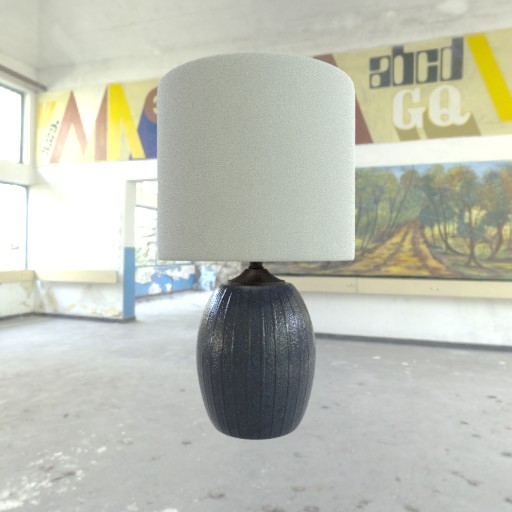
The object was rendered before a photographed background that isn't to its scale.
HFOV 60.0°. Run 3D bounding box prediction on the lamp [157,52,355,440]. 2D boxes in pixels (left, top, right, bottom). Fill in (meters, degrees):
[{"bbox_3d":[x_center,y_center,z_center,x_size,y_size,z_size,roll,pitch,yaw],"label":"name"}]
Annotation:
[{"bbox_3d":[0.000,0.000,0.756,0.329,0.570,0.329,0,0,20],"label":"lamp"}]
